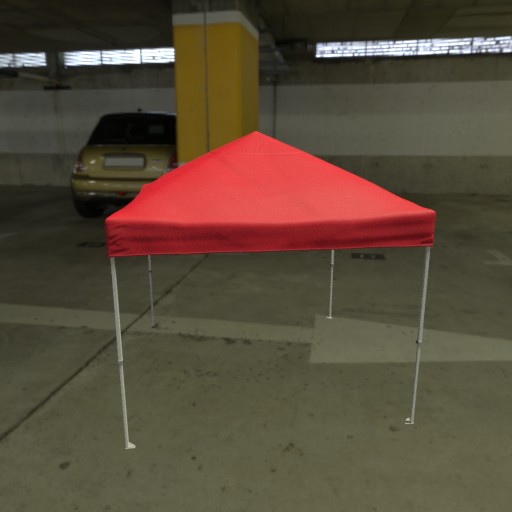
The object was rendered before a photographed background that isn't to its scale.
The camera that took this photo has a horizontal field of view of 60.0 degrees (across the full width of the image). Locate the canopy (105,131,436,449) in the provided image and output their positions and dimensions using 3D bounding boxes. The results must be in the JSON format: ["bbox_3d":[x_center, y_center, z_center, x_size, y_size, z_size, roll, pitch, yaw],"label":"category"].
[{"bbox_3d":[0.000,0.000,5.526,2.996,2.997,2.998,-2,15,-8],"label":"canopy"}]
